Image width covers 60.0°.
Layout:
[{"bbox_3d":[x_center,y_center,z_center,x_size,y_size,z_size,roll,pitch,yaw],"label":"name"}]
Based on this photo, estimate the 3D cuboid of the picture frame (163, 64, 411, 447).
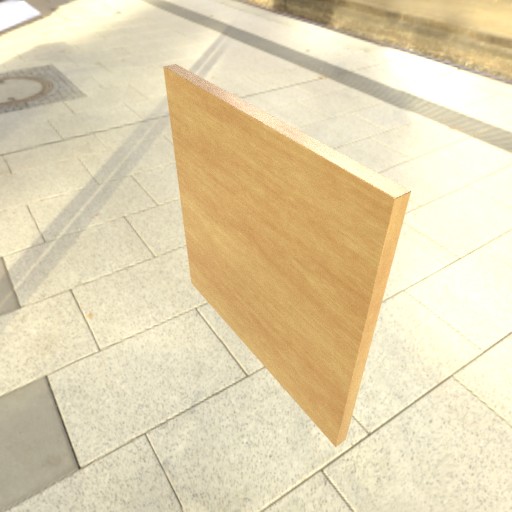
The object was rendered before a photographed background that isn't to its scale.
[{"bbox_3d":[0.000,0.000,1.146,0.037,0.761,0.758,-25,46,-27],"label":"picture frame"}]
